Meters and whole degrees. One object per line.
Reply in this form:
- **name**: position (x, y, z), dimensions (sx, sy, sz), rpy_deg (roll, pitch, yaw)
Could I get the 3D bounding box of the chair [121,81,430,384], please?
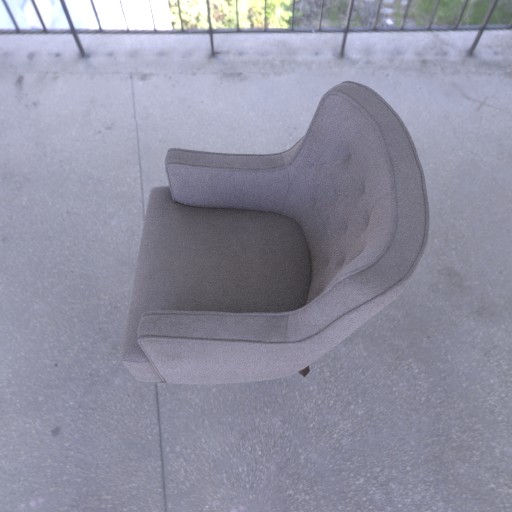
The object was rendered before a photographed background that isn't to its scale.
- **chair**: position (0.000, 0.000, 1.576), dimensions (0.910, 0.919, 0.781), rpy_deg (1, 59, 0)
